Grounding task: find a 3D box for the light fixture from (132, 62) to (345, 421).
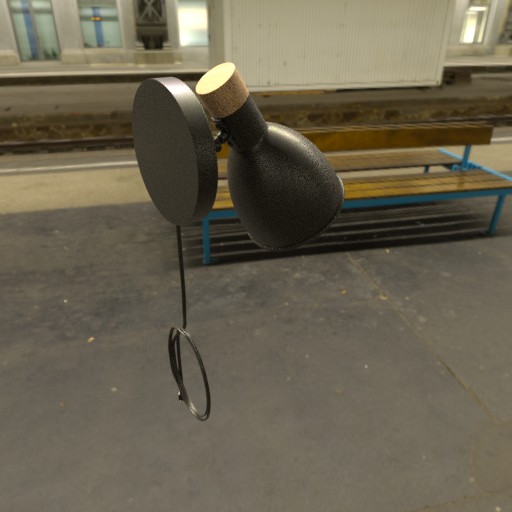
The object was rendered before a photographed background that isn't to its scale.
[{"bbox_3d":[0.000,0.000,0.498,0.203,0.401,0.127,-19,33,-31],"label":"light fixture"}]
